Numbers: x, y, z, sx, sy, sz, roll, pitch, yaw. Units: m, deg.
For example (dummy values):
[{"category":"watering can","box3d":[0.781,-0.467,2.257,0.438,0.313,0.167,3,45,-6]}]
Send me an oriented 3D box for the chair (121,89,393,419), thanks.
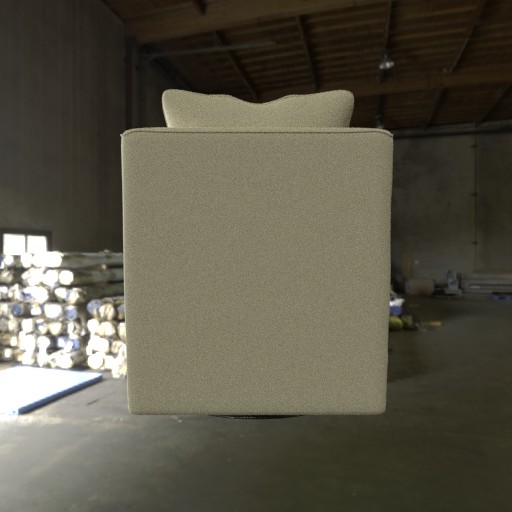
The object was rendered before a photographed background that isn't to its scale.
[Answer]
[{"category":"chair","box3d":[0.000,0.000,1.615,0.756,0.965,0.876,0,0,0]}]
